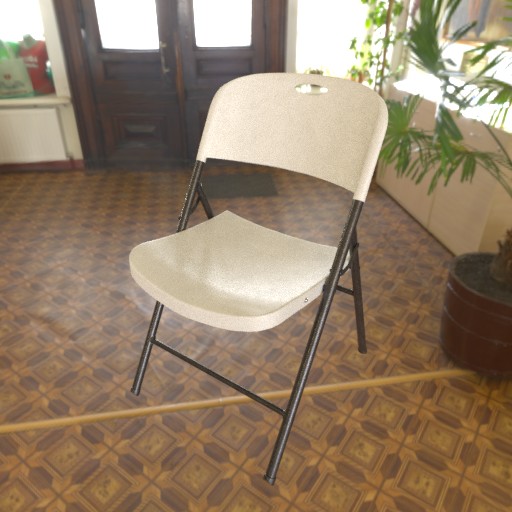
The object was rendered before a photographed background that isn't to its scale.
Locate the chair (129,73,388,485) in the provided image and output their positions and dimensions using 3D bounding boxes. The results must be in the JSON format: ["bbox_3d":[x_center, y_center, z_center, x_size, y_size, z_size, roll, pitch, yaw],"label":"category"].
[{"bbox_3d":[0.000,0.000,1.142,0.494,0.810,0.566,20,36,30],"label":"chair"}]
